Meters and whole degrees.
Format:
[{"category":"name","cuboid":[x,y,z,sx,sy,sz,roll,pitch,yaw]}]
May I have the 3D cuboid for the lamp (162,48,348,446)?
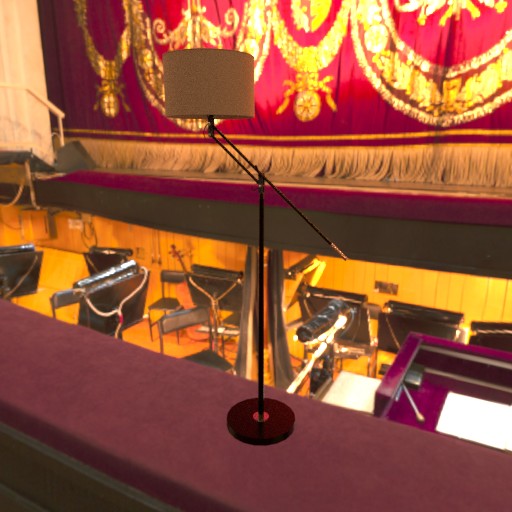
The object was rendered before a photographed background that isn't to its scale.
[{"category":"lamp","cuboid":[0.000,0.000,1.914,0.809,1.635,0.373,8,16,27]}]
